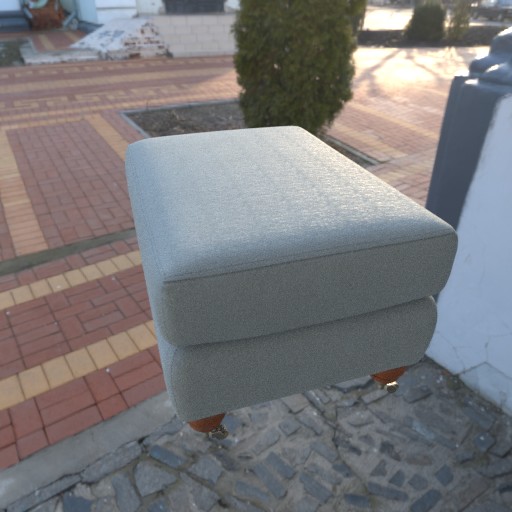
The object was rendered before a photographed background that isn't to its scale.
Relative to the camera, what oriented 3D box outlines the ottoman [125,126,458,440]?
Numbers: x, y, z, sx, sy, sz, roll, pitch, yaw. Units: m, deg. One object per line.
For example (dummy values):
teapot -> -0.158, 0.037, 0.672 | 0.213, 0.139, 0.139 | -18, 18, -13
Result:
ottoman -> 0.000, 0.000, 1.135 | 0.569, 0.499, 0.773 | -9, 32, -15
